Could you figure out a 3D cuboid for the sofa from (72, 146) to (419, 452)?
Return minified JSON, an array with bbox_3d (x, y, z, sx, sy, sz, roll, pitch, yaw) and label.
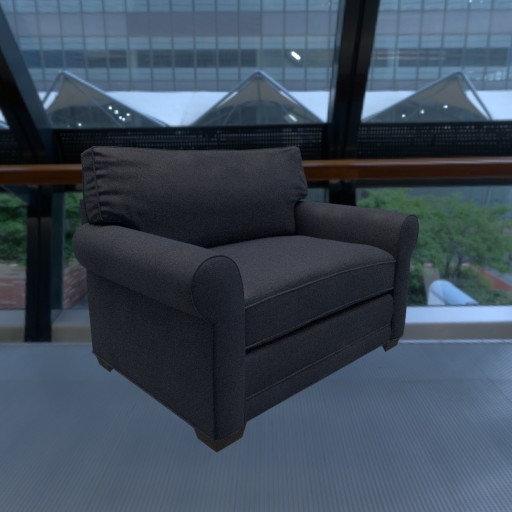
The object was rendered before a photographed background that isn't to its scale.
[{"bbox_3d":[0.000,0.000,2.069,1.405,1.004,0.938,-13,19,-43],"label":"sofa"}]
